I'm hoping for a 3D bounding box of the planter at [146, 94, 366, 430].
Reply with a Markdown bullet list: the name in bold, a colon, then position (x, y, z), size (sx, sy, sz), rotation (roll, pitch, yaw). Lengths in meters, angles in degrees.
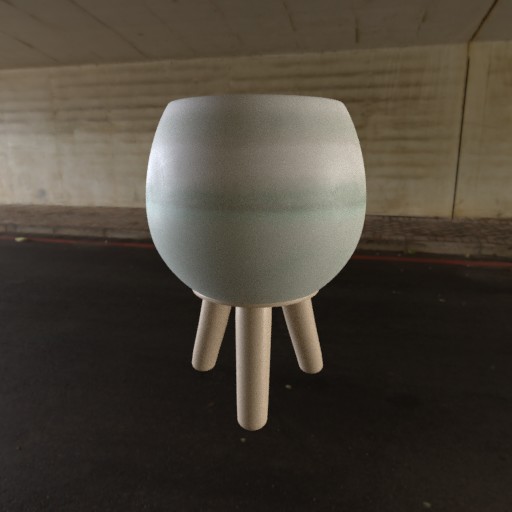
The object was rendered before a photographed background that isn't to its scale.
- **planter**: position (0.000, 0.000, 0.344), size (0.161, 0.224, 0.161), rotation (0, 13, 0)
